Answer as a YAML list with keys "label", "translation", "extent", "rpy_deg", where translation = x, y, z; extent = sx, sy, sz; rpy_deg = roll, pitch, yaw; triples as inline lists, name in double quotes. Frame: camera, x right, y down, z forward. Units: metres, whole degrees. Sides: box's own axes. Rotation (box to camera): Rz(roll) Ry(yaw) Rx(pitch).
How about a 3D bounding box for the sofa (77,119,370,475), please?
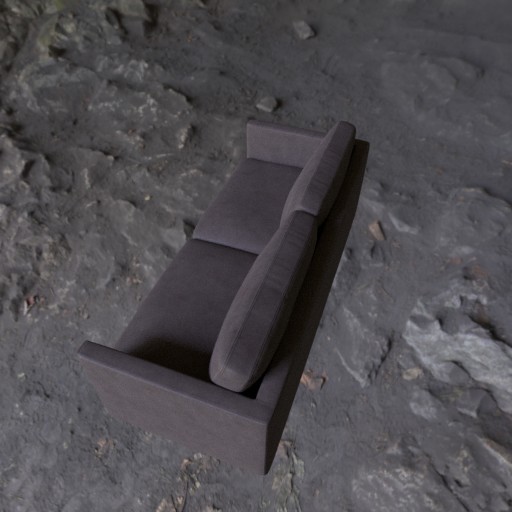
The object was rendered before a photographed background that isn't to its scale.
- label: "sofa"
  translation: [0.000, 0.000, 2.754]
  extent: [0.951, 0.965, 2.208]
  rpy_deg: [15, 48, 14]
